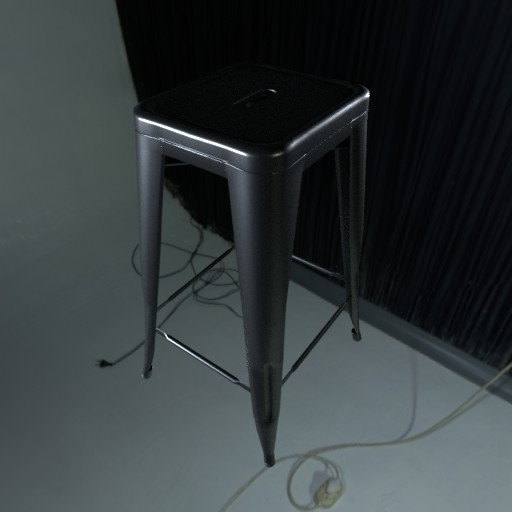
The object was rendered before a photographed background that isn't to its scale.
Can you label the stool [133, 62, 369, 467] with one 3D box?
[{"bbox_3d":[0.000,0.000,0.844,0.359,0.609,0.399,24,45,27],"label":"stool"}]
